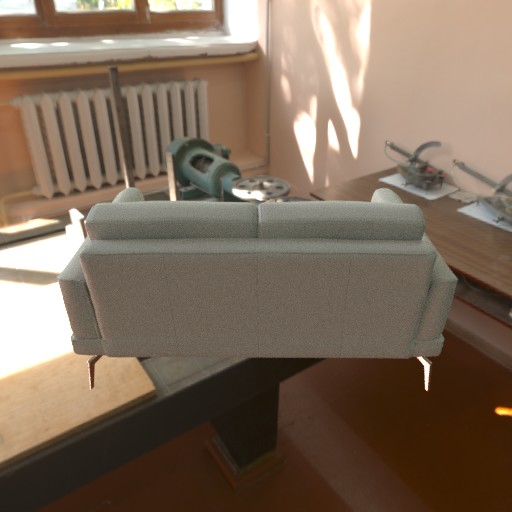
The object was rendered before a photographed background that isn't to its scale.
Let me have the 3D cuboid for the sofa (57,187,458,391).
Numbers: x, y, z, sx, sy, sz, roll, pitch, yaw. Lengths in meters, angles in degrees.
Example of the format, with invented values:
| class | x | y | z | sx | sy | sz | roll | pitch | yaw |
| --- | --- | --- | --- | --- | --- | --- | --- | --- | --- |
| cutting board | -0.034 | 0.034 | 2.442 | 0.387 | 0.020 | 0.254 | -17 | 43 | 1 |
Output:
| class | x | y | z | sx | sy | sz | roll | pitch | yaw |
| --- | --- | --- | --- | --- | --- | --- | --- | --- | --- |
| sofa | 0.000 | 0.000 | 2.465 | 1.819 | 0.930 | 1.121 | 0 | 30 | 0 |
